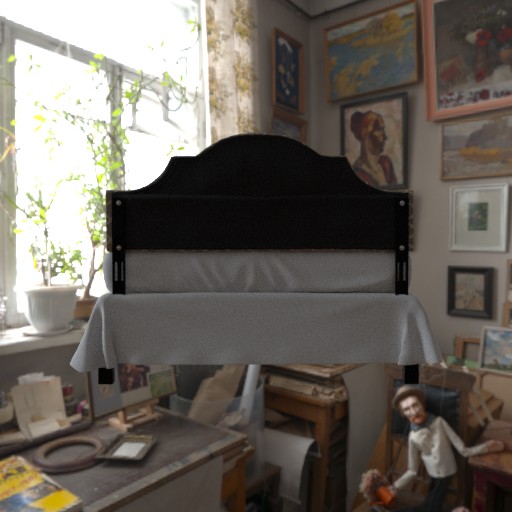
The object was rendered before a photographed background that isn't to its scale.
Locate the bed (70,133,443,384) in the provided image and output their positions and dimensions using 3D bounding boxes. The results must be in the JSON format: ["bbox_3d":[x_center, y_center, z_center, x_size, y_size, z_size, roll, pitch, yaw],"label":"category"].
[{"bbox_3d":[0.000,0.000,3.787,2.314,1.601,2.222,0,1,0],"label":"bed"}]
